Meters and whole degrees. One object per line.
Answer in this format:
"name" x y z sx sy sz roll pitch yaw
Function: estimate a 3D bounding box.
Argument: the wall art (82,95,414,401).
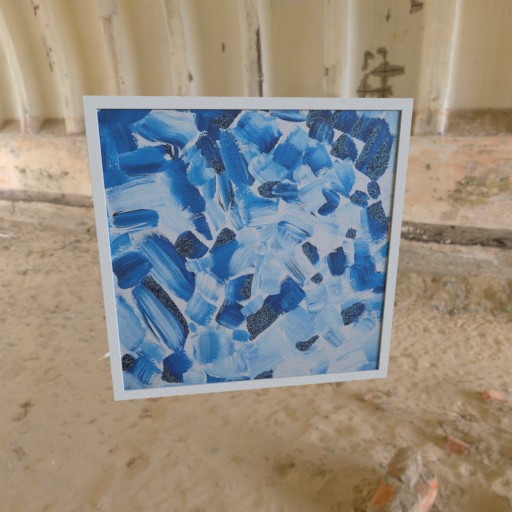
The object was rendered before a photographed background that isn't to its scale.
"wall art" 0.000 0.000 0.677 0.457 0.457 0.012 -2 17 -8
